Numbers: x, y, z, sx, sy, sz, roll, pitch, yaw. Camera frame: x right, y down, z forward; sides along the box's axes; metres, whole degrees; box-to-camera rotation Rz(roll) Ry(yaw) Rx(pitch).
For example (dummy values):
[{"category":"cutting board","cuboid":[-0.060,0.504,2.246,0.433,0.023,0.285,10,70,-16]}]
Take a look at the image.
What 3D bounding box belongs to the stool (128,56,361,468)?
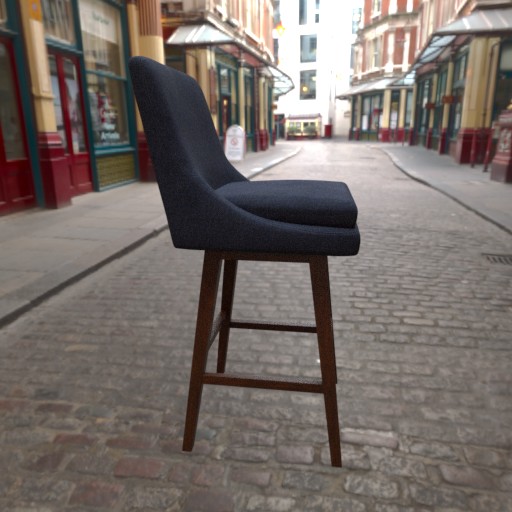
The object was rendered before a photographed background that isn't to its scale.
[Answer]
[{"category":"stool","cuboid":[0.000,0.000,1.332,0.572,1.068,0.489,2,16,8]}]
